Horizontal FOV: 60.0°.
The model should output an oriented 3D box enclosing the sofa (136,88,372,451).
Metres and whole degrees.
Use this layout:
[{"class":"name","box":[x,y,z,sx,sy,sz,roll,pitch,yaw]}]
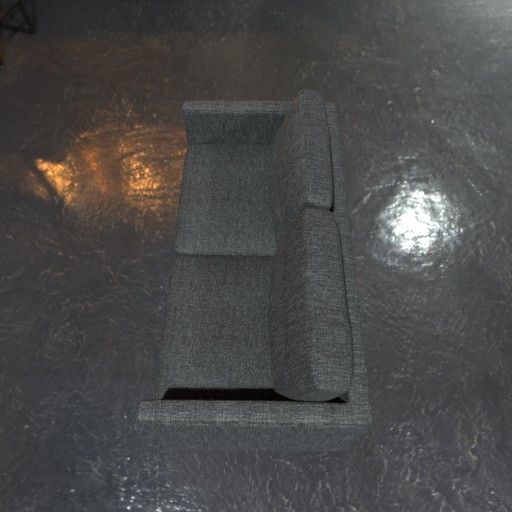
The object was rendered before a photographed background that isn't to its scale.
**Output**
[{"class":"sofa","box":[0.000,0.000,2.419,0.950,0.963,1.884,1,59,0]}]
